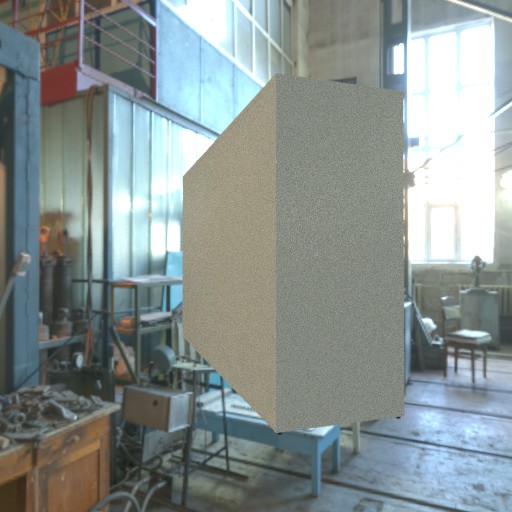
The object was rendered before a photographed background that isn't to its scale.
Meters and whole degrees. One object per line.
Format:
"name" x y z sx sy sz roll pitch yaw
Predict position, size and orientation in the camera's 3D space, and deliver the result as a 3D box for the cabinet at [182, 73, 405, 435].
"cabinet" 0.000 0.000 1.848 0.380 0.900 1.450 0 0 -18
